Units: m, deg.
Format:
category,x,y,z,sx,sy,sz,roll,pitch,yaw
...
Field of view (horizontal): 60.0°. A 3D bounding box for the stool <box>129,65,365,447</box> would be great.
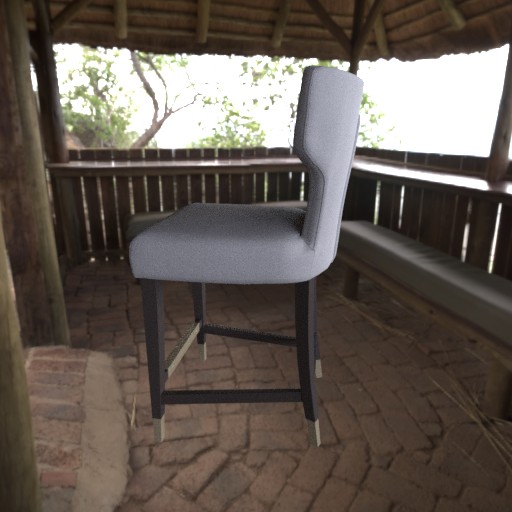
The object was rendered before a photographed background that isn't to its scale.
category,x,y,z,sx,sy,sz,roll,pitch,yaw
stool,0.000,0.000,1.310,0.563,0.982,0.527,2,16,9
